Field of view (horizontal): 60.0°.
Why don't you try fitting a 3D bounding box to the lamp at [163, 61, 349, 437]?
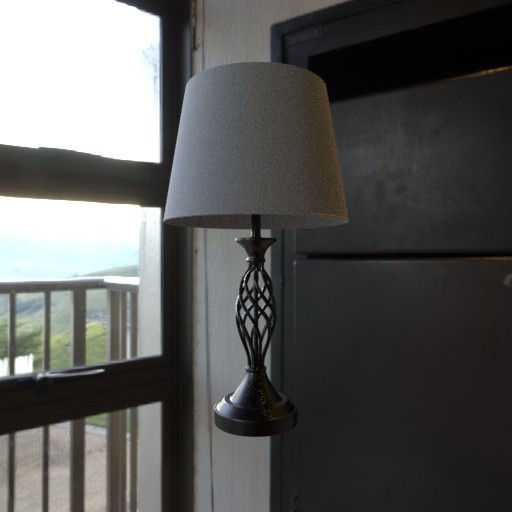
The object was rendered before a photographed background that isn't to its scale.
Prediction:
[{"bbox_3d":[0.000,0.000,0.803,0.331,0.594,0.331,0,0,0],"label":"lamp"}]
